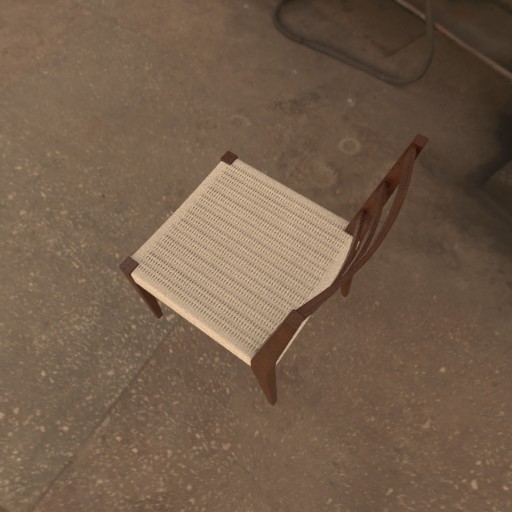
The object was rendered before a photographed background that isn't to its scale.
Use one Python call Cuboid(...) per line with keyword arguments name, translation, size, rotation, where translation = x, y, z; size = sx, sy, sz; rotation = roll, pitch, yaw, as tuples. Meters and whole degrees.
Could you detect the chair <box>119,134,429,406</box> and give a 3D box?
Cuboid(name="chair", translation=(0.000, 0.000, 1.192), size=(0.551, 0.813, 0.480), rotation=(33, 68, 15))
